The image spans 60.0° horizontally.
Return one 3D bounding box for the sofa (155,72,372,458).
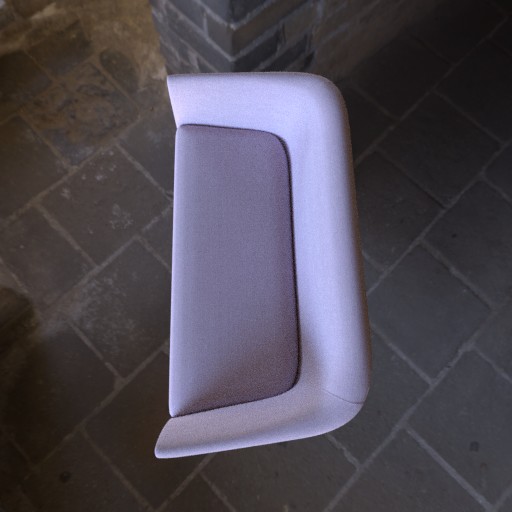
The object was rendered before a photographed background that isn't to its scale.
[{"bbox_3d":[0.000,0.000,1.825,0.705,0.721,1.452,-2,74,0],"label":"sofa"}]
